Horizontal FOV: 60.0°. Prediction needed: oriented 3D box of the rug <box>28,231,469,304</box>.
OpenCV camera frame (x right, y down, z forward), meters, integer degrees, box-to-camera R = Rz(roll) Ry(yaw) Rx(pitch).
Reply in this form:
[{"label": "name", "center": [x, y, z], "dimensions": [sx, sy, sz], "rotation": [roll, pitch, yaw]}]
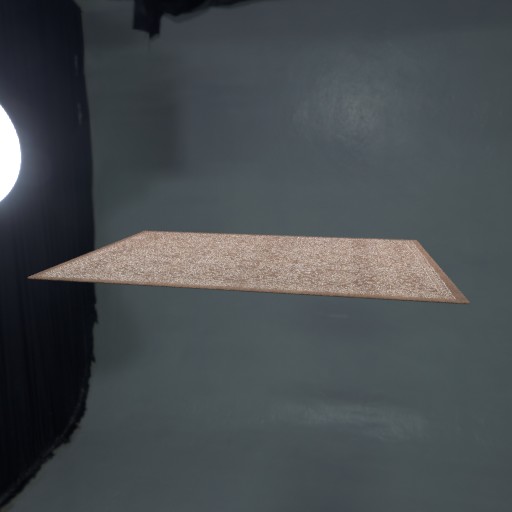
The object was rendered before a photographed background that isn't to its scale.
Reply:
[{"label": "rug", "center": [0.000, 0.000, 2.966], "dimensions": [2.286, 0.011, 1.524], "rotation": [2, 13, 10]}]
